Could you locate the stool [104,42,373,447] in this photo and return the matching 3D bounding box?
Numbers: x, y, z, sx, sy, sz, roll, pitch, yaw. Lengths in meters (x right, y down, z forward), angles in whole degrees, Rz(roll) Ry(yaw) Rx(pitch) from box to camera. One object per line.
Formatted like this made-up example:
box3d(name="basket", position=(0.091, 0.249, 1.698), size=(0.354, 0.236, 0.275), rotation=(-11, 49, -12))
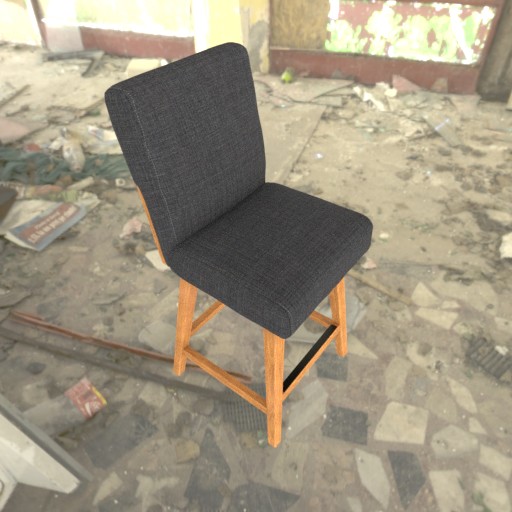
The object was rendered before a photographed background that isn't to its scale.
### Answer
box3d(name="stool", position=(0.000, 0.000, 1.298), size=(0.526, 1.010, 0.459), rotation=(27, 49, 27))
